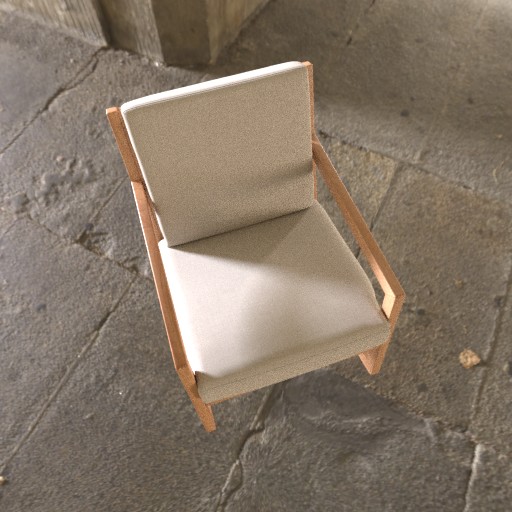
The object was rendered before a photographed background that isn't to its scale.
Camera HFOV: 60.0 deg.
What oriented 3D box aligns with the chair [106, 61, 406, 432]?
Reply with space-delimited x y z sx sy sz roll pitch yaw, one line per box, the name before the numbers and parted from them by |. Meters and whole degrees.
chair | 0.000 0.000 1.422 0.622 0.790 0.857 -17 65 -8
